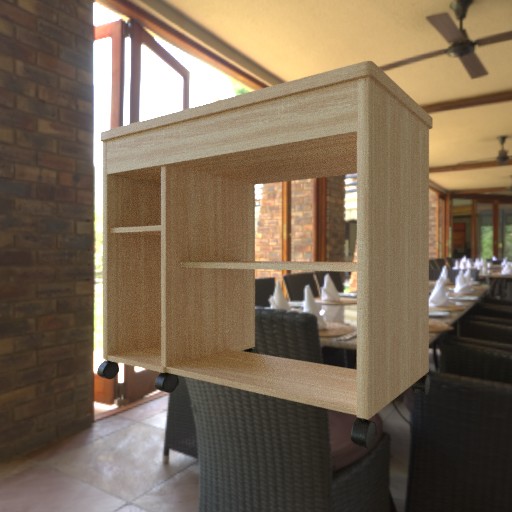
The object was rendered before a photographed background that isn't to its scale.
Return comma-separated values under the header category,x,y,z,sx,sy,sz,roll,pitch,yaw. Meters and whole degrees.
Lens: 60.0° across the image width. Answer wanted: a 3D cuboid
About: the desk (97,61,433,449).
category,x,y,z,sx,sy,sz,roll,pitch,yaw
desk,0.000,0.000,1.311,0.884,0.770,0.480,0,0,36
